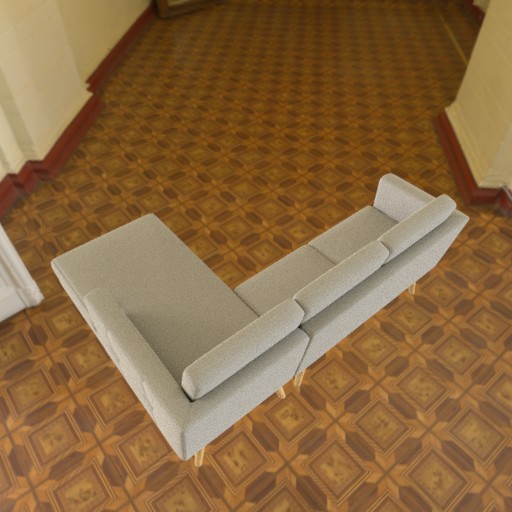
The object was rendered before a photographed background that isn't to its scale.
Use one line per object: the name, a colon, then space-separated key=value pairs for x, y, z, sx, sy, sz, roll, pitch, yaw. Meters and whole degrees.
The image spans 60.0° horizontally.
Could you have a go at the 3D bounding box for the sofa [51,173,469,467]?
sofa: x=0.000 y=0.000 z=2.767 sx=2.040 sy=0.860 sz=1.530 roll=-31 pitch=53 yaw=-26
